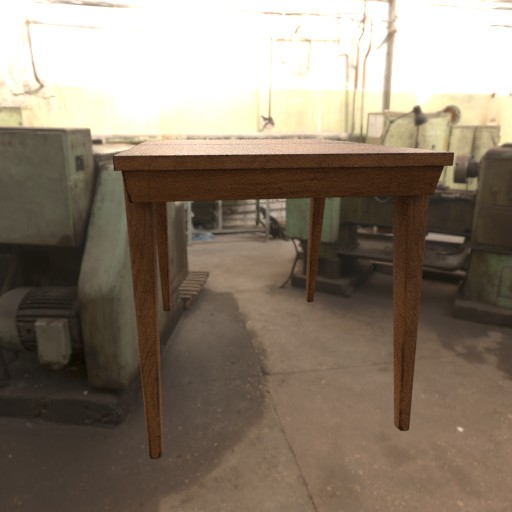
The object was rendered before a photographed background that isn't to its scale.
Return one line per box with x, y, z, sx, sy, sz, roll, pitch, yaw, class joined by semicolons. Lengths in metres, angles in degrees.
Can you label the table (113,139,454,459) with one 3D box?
0.000;0.000;1.553;0.757;0.760;1.027;-3;17;-9;table
